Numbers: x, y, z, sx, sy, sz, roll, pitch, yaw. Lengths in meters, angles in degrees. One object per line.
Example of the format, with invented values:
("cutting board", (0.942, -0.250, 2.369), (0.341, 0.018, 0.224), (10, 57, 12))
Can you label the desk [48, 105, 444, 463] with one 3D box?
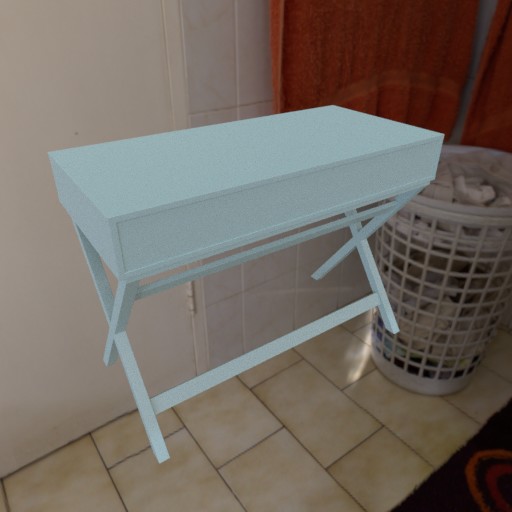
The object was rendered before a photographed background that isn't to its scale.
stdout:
("desk", (0.000, 0.000, 1.502), (1.057, 0.780, 0.525), (-19, 36, -29))
